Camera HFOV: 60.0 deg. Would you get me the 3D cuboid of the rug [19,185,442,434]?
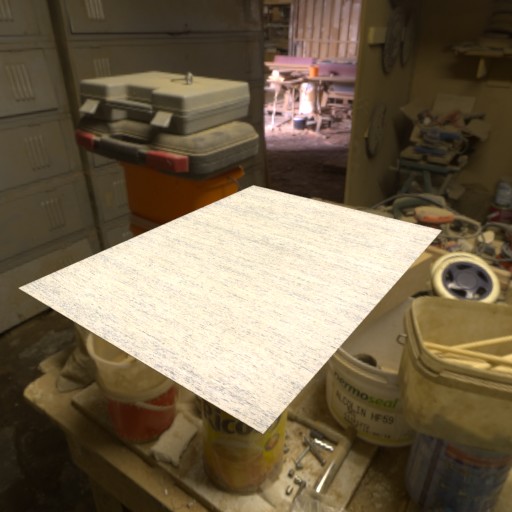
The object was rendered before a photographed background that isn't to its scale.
[{"bbox_3d":[0.000,0.000,4.101,2.438,0.006,3.197,19,33,32],"label":"rug"}]
